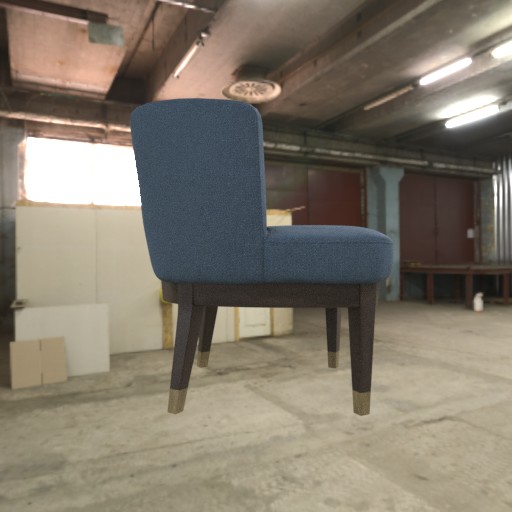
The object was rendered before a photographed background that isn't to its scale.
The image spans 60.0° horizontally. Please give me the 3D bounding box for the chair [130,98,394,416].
[{"bbox_3d":[0.000,0.000,1.297,0.702,0.760,0.661,0,0,1],"label":"chair"}]
